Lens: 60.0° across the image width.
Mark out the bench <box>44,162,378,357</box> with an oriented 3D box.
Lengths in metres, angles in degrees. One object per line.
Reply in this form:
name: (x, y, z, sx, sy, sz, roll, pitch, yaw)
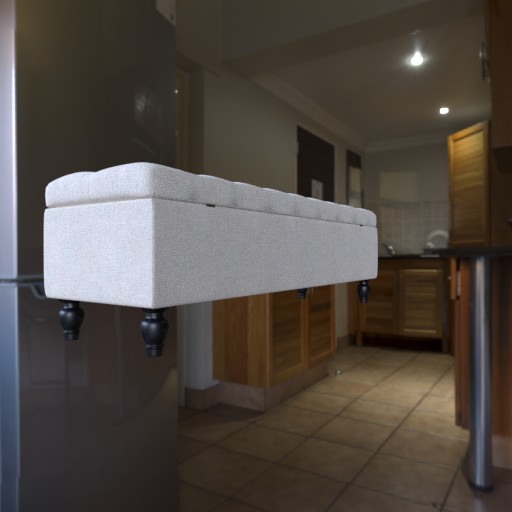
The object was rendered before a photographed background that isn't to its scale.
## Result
bench: (0.000, 0.000, 1.721, 0.455, 0.467, 1.480, 0, 1, 35)
